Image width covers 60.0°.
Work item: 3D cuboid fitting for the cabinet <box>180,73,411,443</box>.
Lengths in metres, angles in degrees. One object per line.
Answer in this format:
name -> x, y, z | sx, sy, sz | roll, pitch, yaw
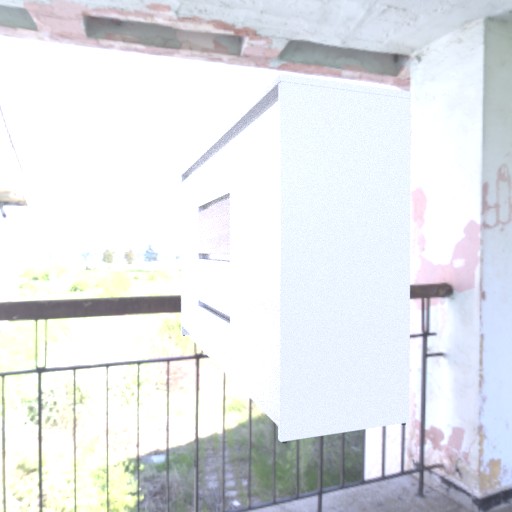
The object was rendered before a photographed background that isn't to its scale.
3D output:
cabinet -> 0.000, 0.000, 1.820 | 0.380, 0.900, 1.450 | 0, 1, -19
